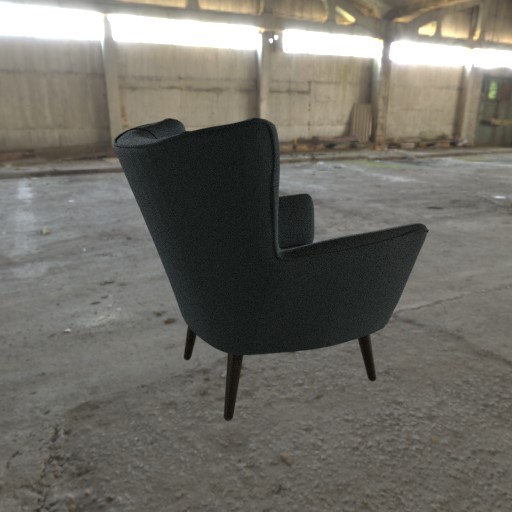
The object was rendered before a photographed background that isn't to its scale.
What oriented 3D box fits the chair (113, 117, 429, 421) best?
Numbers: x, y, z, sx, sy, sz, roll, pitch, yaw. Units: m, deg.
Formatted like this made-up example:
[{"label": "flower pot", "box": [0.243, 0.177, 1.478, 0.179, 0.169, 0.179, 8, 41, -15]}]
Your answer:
[{"label": "chair", "box": [0.000, 0.000, 1.568, 0.888, 0.933, 0.781, -8, 19, -25]}]
